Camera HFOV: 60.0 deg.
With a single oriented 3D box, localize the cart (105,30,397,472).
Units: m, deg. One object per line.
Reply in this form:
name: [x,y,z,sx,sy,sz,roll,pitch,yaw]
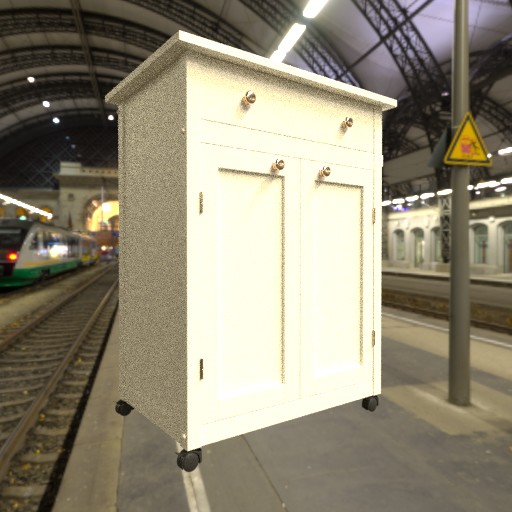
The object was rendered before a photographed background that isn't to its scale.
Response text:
cart: [0.000,0.000,1.223,0.683,0.864,0.442,-1,1,-36]
